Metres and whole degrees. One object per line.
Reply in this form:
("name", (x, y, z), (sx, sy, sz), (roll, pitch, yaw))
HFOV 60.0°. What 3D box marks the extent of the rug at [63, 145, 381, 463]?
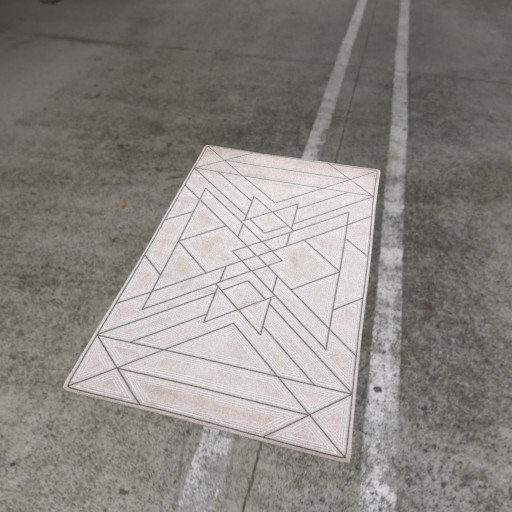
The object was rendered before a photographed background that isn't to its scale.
("rug", (0.000, 0.000, 3.101), (1.575, 0.023, 2.459), (11, 48, 10))
